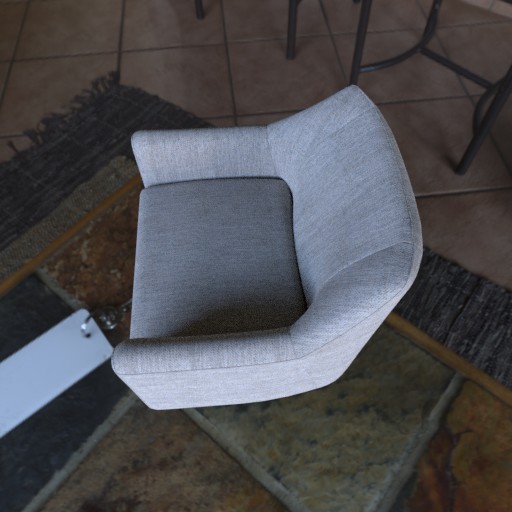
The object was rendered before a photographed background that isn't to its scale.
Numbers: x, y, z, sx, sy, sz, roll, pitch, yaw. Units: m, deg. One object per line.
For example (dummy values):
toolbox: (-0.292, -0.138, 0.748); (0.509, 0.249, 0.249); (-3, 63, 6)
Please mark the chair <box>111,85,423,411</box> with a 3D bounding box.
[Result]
chair: (0.000, 0.000, 1.392); (0.758, 0.761, 0.796); (-4, 60, -2)
